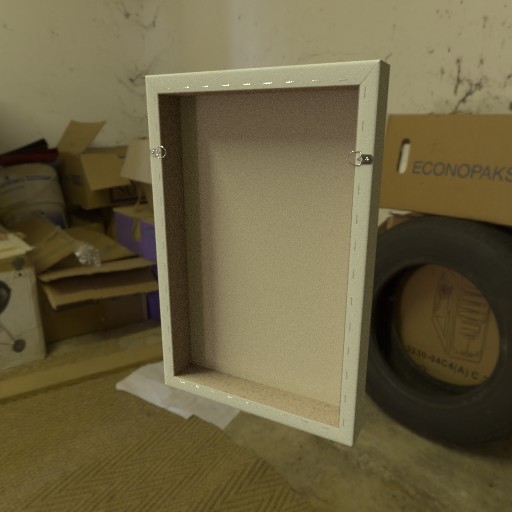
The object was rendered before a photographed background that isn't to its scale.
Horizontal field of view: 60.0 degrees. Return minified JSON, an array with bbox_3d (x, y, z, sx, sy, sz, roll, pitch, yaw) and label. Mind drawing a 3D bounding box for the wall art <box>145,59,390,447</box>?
[{"bbox_3d":[0.000,0.000,0.491,0.252,0.381,0.039,8,18,27],"label":"wall art"}]
